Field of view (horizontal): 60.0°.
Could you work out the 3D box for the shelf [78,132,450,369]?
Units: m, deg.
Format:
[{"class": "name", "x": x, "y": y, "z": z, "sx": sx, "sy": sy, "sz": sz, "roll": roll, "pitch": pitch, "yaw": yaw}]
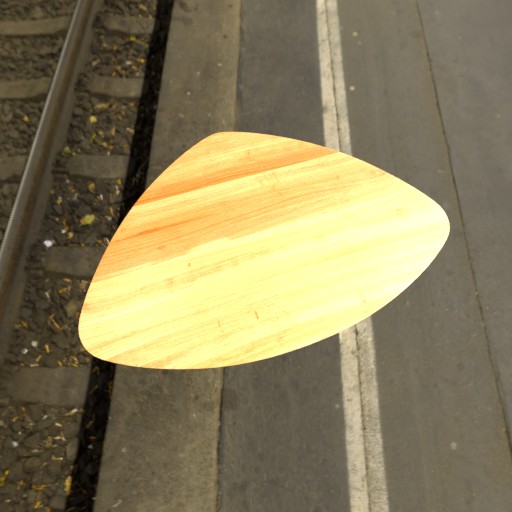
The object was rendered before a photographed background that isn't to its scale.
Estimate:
[{"class": "shelf", "x": 0.000, "y": 0.000, "z": 1.674, "sx": 1.240, "sy": 0.439, "sz": 0.863, "roll": -18, "pitch": 64, "yaw": -9}]
